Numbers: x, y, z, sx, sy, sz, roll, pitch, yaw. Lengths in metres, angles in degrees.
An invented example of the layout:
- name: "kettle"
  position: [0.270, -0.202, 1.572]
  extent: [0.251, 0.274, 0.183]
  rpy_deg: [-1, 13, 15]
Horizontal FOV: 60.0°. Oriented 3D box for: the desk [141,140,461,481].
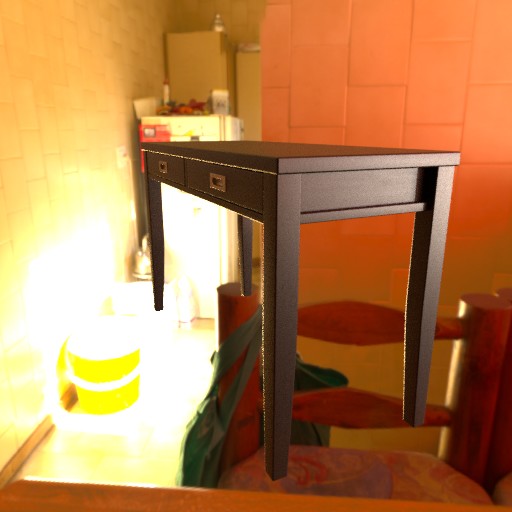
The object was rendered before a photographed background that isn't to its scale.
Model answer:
- name: "desk"
  position: [0.000, 0.000, 1.596]
  extent: [0.508, 0.775, 1.220]
  rpy_deg: [-8, 18, -25]
